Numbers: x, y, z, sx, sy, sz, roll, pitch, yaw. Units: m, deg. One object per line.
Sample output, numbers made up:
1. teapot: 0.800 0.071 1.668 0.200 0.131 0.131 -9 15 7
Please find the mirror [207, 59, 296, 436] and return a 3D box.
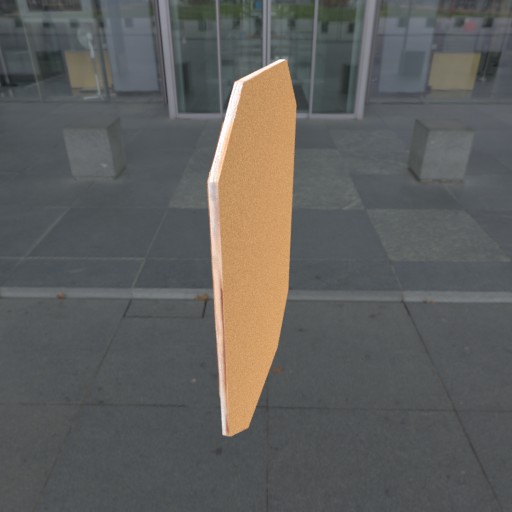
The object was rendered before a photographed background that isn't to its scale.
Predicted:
1. mirror: 0.000 0.000 1.293 0.061 1.015 0.709 8 31 14
